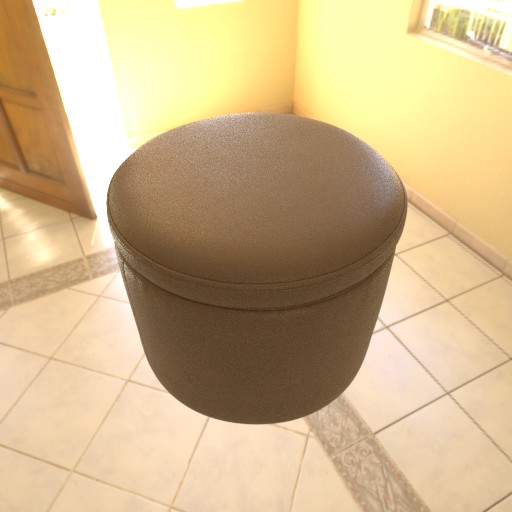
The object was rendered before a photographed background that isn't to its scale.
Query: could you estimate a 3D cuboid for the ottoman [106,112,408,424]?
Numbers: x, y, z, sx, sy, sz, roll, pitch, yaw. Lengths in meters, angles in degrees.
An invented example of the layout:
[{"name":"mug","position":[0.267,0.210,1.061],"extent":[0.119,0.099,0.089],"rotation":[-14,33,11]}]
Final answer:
[{"name":"ottoman","position":[0.000,0.000,0.860],"extent":[0.500,0.409,0.500],"rotation":[0,42,0]}]
